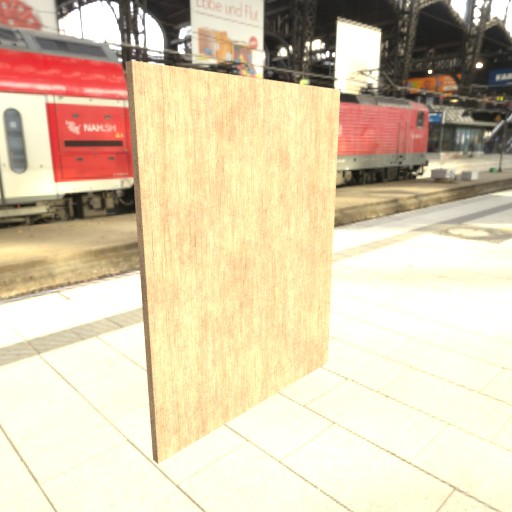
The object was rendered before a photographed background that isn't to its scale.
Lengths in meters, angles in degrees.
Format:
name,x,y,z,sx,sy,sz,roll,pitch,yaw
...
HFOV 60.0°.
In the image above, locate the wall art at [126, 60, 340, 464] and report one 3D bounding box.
name,x,y,z,sx,sy,sz,roll,pitch,yaw
wall art,0.000,0.000,0.917,0.018,0.686,0.534,14,20,42
